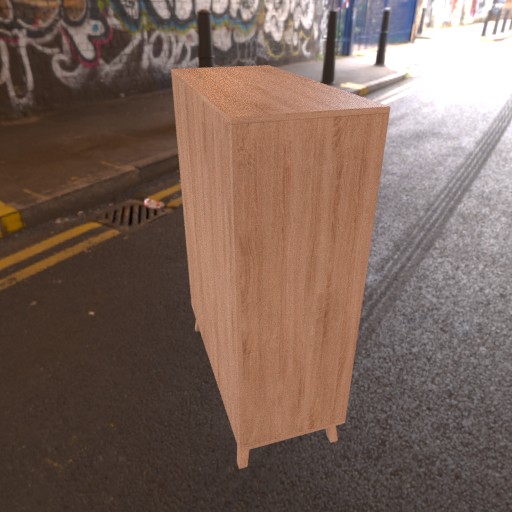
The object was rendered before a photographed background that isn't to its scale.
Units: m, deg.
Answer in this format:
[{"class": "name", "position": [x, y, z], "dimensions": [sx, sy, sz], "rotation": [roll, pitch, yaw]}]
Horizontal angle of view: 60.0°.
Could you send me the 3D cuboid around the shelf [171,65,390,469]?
[{"class": "shelf", "position": [0.000, 0.000, 1.896], "dimensions": [0.450, 1.390, 1.000], "rotation": [-9, 31, -15]}]
